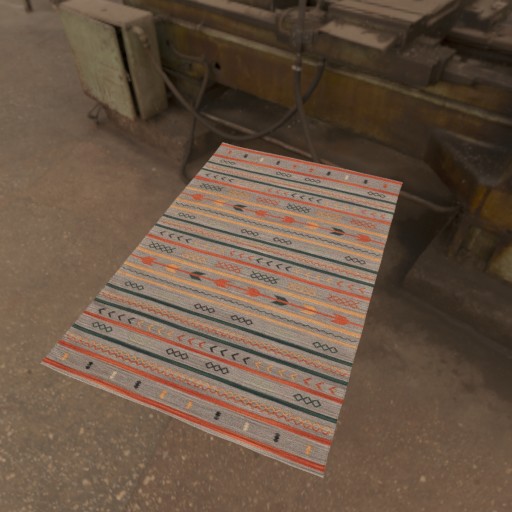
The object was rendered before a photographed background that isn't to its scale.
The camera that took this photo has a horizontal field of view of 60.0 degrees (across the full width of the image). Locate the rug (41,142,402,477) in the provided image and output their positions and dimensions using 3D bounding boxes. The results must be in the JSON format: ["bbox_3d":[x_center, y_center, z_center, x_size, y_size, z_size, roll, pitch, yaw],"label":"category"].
[{"bbox_3d":[0.000,0.000,2.287,1.220,0.017,1.835,16,48,15],"label":"rug"}]
